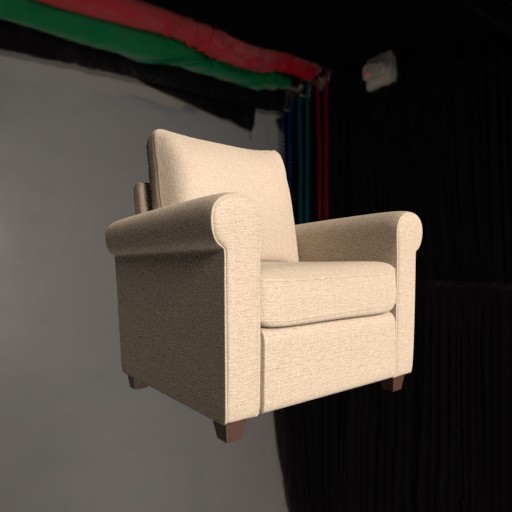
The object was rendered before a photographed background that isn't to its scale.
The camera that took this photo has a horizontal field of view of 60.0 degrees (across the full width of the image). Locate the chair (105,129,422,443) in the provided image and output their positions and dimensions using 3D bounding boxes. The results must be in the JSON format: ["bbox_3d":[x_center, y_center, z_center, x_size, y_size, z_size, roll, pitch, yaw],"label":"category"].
[{"bbox_3d":[0.000,0.000,2.322,1.275,1.349,1.180,0,0,-38],"label":"chair"}]
